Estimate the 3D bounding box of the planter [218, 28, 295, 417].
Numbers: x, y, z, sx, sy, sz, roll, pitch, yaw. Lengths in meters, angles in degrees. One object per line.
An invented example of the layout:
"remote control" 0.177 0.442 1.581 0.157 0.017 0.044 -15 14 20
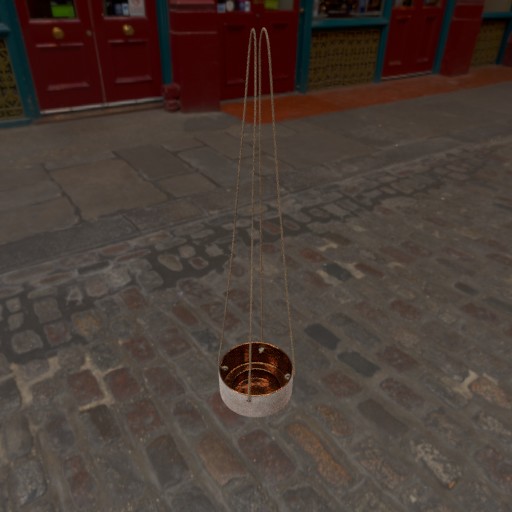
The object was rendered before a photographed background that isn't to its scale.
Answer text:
"planter" 0.000 0.000 1.124 0.223 1.030 0.223 -20 37 -29
